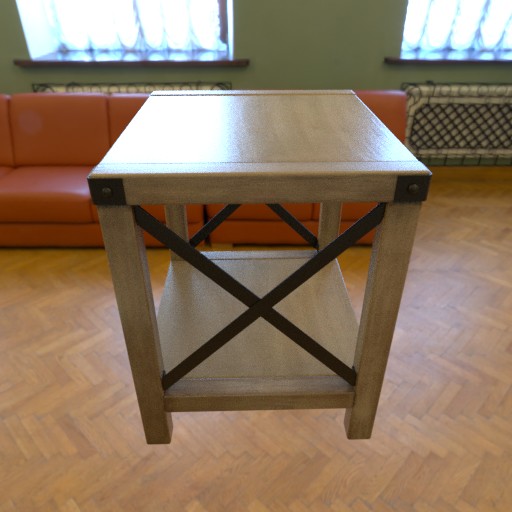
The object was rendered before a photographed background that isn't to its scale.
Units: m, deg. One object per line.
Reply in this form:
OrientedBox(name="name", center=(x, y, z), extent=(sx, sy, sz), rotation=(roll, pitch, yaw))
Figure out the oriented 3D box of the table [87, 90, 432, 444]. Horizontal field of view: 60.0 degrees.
OrientedBox(name="table", center=(0.000, 0.000, 0.925), extent=(0.459, 0.561, 0.510), rotation=(-1, 32, -1))
